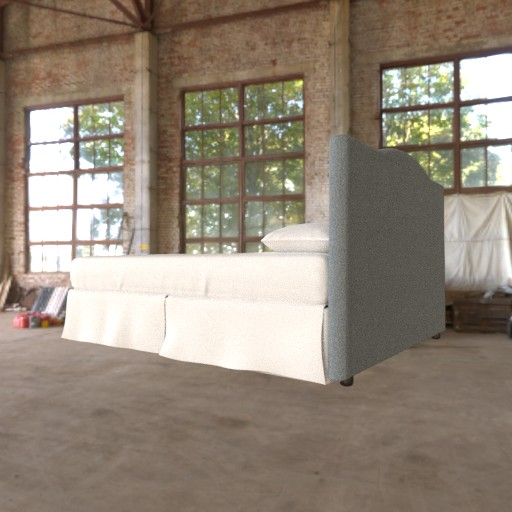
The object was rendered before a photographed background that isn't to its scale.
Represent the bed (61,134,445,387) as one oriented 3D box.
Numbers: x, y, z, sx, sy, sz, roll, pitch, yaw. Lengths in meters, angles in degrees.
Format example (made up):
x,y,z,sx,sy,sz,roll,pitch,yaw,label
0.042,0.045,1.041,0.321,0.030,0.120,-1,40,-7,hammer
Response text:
x,y,z,sx,sy,sz,roll,pitch,yaw,label
0.000,0.000,3.932,2.689,1.457,2.161,-1,-1,36,bed
